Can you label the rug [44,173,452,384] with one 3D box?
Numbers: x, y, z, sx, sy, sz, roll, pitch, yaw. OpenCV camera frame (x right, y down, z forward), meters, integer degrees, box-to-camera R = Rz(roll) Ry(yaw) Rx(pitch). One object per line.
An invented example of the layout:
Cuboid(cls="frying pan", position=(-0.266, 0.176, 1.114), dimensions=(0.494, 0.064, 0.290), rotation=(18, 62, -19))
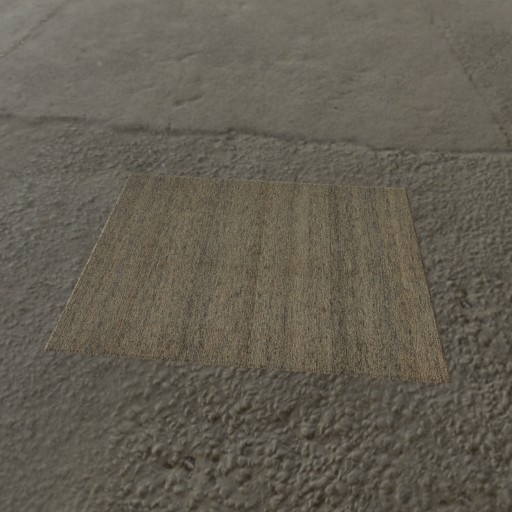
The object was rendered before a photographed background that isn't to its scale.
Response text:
Cuboid(cls="rug", position=(0.000, 0.000, 4.288), dimensions=(3.199, 0.036, 2.414), rotation=(4, 46, 4))
